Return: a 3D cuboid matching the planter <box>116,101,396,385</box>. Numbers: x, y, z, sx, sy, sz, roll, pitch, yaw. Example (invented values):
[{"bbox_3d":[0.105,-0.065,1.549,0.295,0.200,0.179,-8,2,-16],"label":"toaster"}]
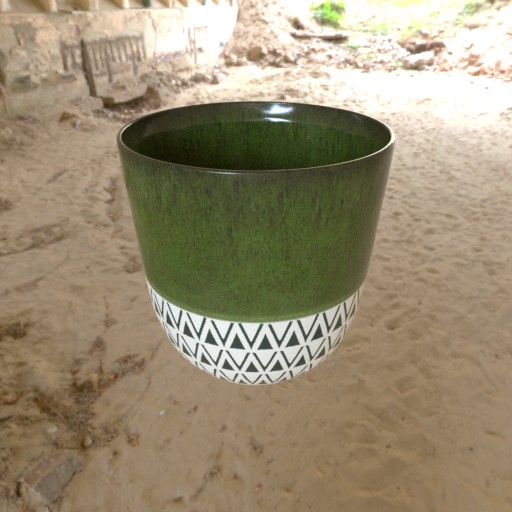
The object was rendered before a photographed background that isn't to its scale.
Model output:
[{"bbox_3d":[0.000,0.000,0.469,0.245,0.270,0.245,0,30,0],"label":"planter"}]
